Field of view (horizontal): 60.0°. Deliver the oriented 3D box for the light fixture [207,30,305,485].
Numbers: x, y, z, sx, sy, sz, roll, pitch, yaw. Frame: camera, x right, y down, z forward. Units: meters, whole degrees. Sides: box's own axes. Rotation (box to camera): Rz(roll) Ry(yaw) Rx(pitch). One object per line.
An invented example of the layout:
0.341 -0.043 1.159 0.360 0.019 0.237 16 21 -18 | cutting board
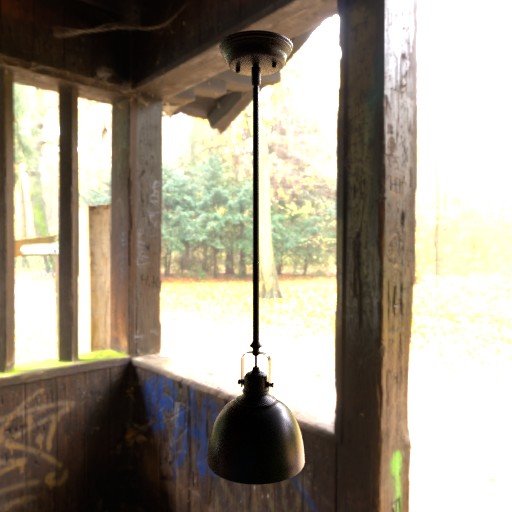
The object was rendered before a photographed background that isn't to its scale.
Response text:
0.000 0.000 0.826 0.182 0.768 0.182 0 1 19 | light fixture
